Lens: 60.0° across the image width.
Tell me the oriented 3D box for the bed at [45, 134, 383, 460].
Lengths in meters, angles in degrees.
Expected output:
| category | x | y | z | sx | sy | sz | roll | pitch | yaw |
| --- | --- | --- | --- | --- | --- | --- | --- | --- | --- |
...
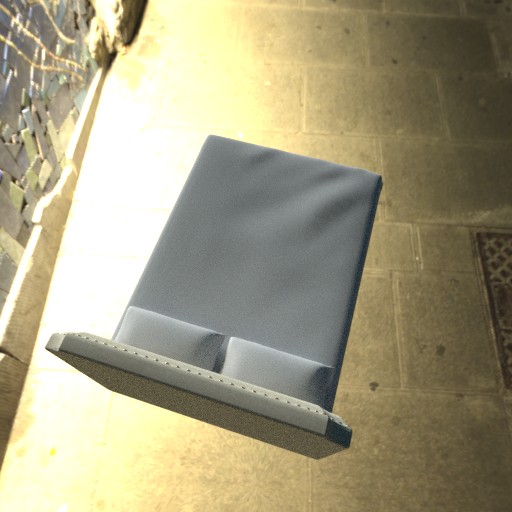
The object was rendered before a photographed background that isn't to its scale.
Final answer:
| category | x | y | z | sx | sy | sz | roll | pitch | yaw |
| --- | --- | --- | --- | --- | --- | --- | --- | --- | --- |
| bed | 0.000 | 0.000 | 3.373 | 1.713 | 1.457 | 2.381 | 15 | 64 | 8 |
